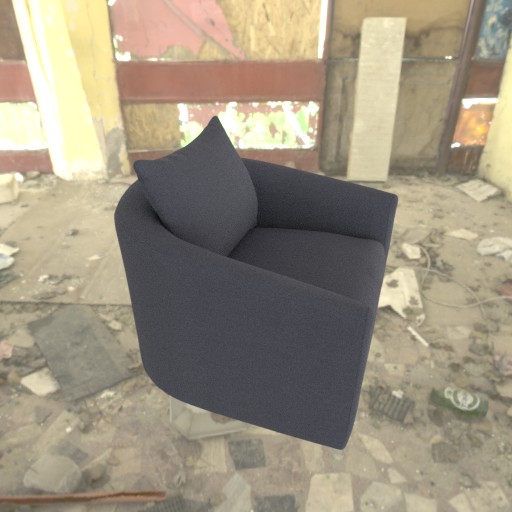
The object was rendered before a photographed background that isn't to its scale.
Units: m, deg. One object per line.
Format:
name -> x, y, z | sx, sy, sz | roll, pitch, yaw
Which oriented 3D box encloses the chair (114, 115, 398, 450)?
chair -> 0.000, 0.000, 1.625 | 0.910, 0.848, 0.845 | 10, 32, 17
